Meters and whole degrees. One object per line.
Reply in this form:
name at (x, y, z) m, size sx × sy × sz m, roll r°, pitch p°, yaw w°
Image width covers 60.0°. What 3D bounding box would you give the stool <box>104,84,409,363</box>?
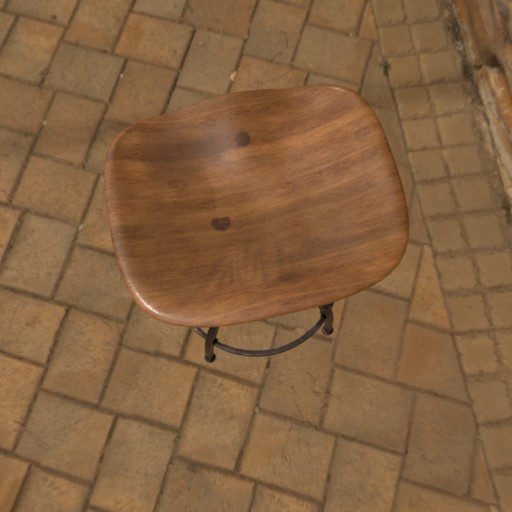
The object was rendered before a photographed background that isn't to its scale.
stool at (0.000, 0.000, 0.980) m, size 0.432 × 0.694 × 0.424 m, roll -12°, pitch 75°, yaw -3°
